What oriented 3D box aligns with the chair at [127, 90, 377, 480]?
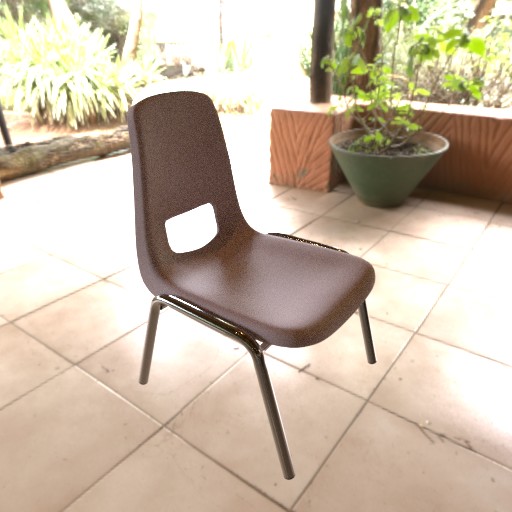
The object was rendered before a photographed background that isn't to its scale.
[{"bbox_3d":[0.000,0.000,0.798,0.385,0.536,0.354,17,31,31],"label":"chair"}]
